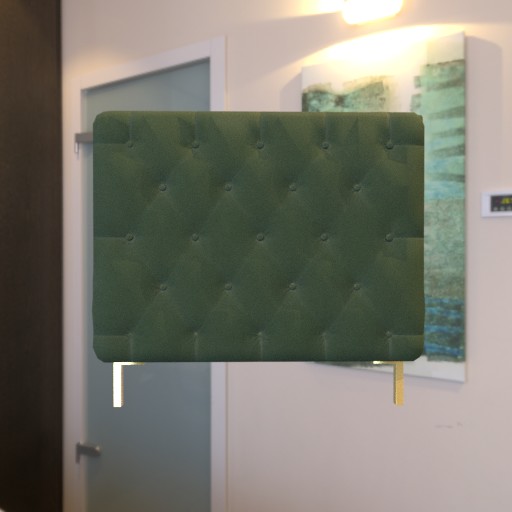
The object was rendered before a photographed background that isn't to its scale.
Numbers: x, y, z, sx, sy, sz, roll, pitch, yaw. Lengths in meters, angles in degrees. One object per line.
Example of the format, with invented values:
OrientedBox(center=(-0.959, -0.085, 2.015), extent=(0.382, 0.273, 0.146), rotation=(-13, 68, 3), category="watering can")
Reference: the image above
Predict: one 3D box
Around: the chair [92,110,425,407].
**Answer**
OrientedBox(center=(0.000, 0.000, 1.530), extent=(0.855, 0.768, 0.917), rotation=(0, 1, -1), category="chair")
